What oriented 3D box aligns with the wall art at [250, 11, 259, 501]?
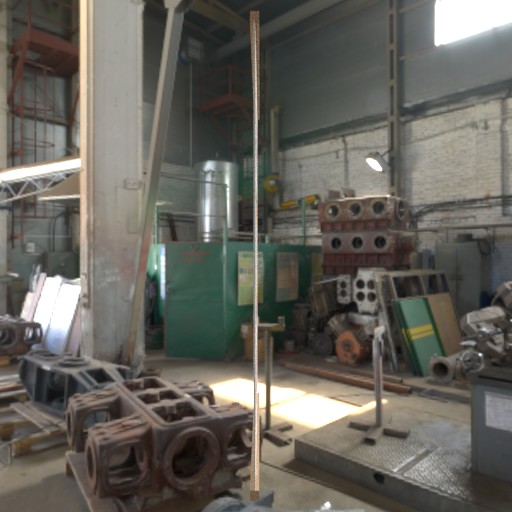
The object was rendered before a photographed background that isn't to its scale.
[{"bbox_3d":[0.000,0.000,1.886,0.028,1.533,0.999,0,0,1],"label":"wall art"}]
